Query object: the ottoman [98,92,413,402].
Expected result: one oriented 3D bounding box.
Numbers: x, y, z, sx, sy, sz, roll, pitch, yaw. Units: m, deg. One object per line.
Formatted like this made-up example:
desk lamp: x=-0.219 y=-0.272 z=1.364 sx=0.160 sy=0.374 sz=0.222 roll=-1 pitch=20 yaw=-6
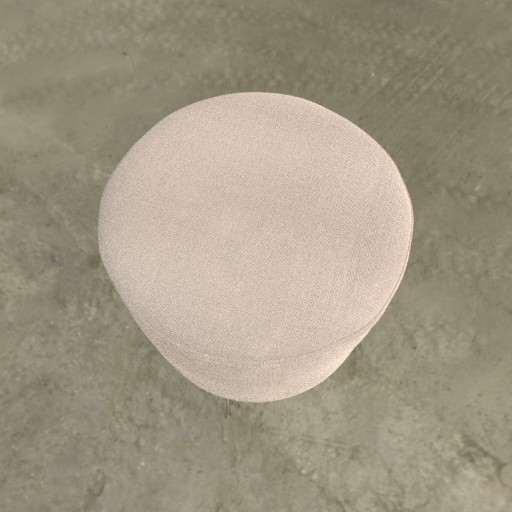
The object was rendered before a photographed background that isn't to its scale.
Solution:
ottoman: x=0.000 y=0.000 z=0.849 sx=0.497 sy=0.409 sz=0.497 roll=0 pitch=64 yaw=0
